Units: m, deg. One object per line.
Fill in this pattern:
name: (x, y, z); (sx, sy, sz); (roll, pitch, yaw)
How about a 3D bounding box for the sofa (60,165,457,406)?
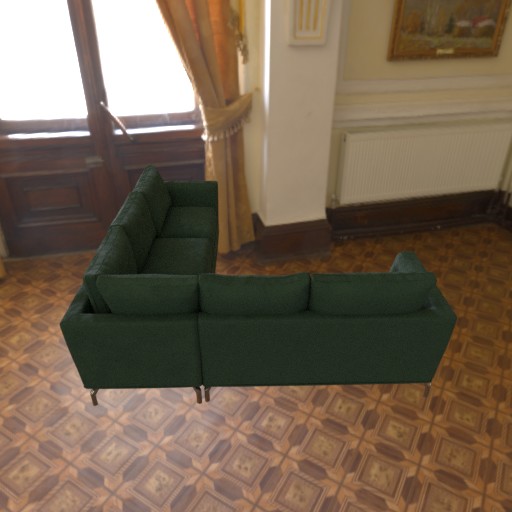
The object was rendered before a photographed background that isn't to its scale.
sofa: (0.000, 0.000, 3.894); (2.468, 1.004, 2.452); (-1, 30, -1)
